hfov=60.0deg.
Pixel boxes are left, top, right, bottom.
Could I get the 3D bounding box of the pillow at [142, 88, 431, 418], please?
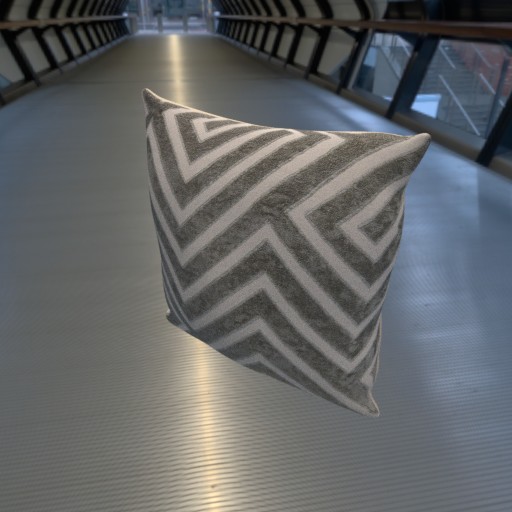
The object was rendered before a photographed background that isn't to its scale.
[{"bbox_3d":[0.000,0.000,0.666,0.440,0.441,0.182,19,35,30],"label":"pillow"}]
